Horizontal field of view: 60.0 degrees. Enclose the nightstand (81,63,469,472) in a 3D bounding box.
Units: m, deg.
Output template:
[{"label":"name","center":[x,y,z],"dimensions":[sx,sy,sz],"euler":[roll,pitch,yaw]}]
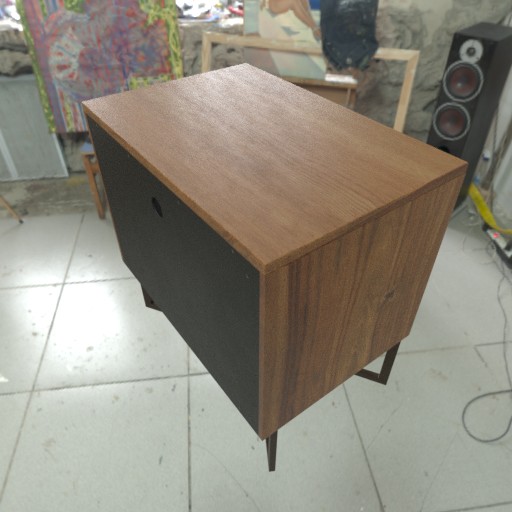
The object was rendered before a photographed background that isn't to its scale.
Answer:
[{"label":"nightstand","center":[0.000,0.000,1.006],"dimensions":[0.427,0.615,0.613],"euler":[-26,47,-27]}]
